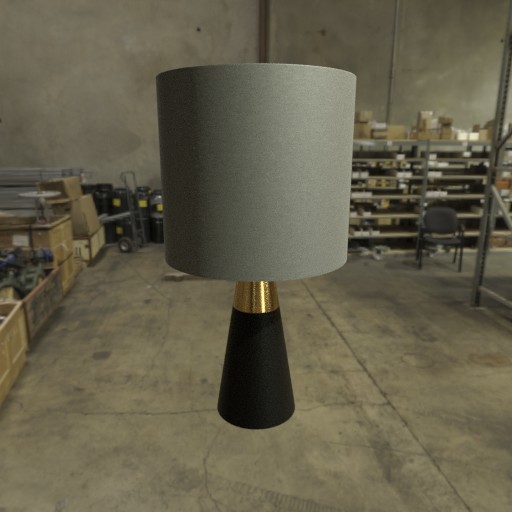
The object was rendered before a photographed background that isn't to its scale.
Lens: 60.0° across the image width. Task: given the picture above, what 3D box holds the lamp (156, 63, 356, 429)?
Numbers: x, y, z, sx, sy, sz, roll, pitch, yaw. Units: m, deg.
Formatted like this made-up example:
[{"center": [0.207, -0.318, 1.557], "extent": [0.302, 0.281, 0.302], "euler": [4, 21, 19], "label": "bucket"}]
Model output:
[{"center": [0.000, 0.000, 0.766], "extent": [0.308, 0.580, 0.308], "euler": [-2, 14, -7], "label": "lamp"}]
